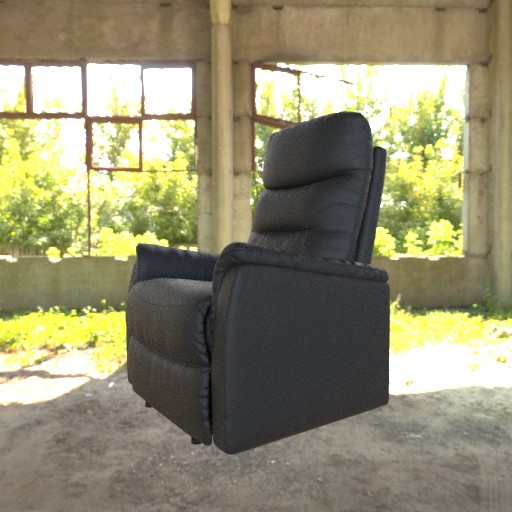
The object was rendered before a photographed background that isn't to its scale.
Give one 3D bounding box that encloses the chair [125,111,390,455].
[{"bbox_3d":[0.000,0.000,1.648,0.831,1.082,0.775,-1,2,-35],"label":"chair"}]
